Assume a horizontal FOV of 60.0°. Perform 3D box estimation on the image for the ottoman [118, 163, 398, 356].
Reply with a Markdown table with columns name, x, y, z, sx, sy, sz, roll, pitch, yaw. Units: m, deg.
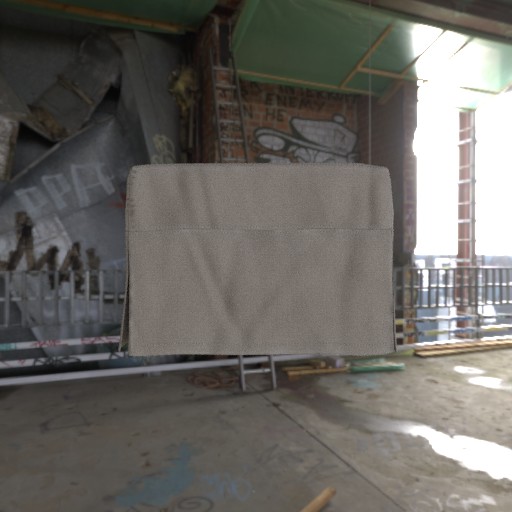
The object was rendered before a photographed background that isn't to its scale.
| name | x | y | z | sx | sy | sz | roll | pitch | yaw |
| --- | --- | --- | --- | --- | --- | --- | --- | --- | --- |
| ottoman | 0.000 | 0.000 | 1.693 | 0.665 | 0.457 | 1.388 | 0 | 0 | 0 |
